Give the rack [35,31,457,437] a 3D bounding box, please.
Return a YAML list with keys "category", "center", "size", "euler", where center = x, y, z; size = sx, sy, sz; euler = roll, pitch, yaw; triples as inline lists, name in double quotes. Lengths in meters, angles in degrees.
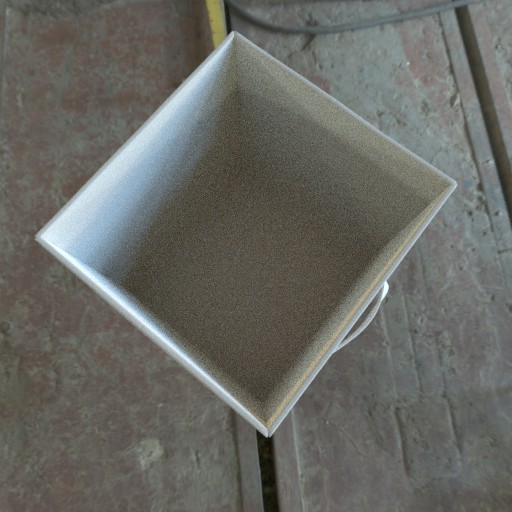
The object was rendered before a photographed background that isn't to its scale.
- category: "rack"
  center: [0.000, 0.000, 0.510]
  size: [0.270, 0.280, 0.270]
  euler: [38, 79, 9]
